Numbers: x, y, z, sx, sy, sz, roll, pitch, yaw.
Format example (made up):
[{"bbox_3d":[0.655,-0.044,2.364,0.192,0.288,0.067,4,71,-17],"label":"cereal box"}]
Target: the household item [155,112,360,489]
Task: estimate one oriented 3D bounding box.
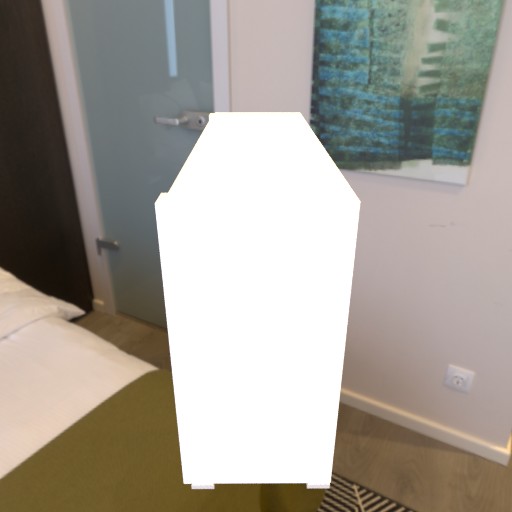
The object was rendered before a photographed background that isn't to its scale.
[{"bbox_3d":[0.000,0.000,1.678,0.420,0.867,1.300,0,26,0],"label":"household item"}]
